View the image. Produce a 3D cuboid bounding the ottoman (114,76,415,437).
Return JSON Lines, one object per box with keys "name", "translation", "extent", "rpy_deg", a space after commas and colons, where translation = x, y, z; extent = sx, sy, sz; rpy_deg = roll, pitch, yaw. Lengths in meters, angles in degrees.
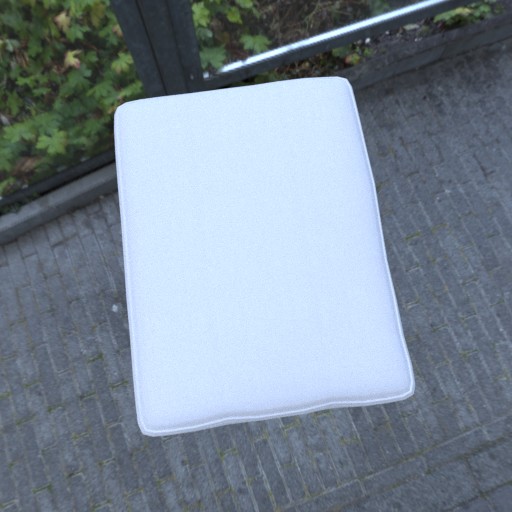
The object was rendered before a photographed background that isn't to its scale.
{"name": "ottoman", "translation": [0.000, 0.000, 1.221], "extent": [0.634, 0.479, 0.818], "rpy_deg": [-8, 77, -2]}
